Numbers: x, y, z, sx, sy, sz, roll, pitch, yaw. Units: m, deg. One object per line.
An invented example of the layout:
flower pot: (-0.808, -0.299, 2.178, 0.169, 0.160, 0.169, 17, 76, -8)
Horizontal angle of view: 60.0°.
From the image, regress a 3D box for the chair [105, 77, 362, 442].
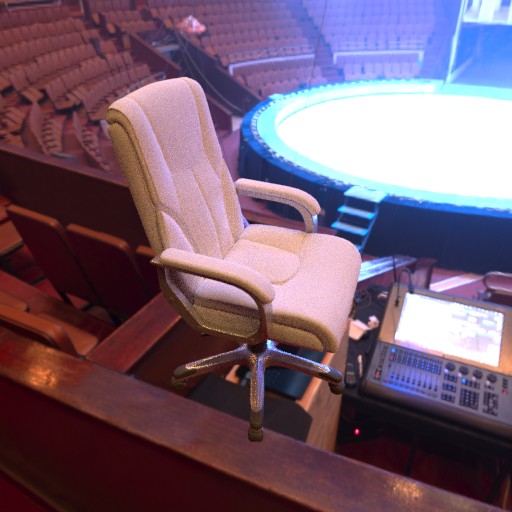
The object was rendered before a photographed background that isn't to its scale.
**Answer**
chair: (0.000, 0.000, 1.573, 0.738, 1.120, 0.687, 10, 33, 17)
